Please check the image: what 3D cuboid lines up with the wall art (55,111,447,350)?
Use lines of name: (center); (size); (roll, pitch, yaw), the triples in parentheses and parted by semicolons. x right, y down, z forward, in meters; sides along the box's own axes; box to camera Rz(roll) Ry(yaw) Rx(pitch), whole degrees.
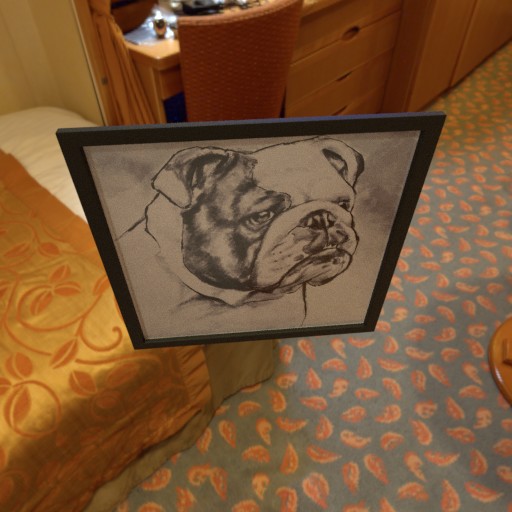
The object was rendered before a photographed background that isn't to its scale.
wall art: (0.000, 0.000, 0.988); (0.663, 0.659, 0.016); (-4, 46, -4)
